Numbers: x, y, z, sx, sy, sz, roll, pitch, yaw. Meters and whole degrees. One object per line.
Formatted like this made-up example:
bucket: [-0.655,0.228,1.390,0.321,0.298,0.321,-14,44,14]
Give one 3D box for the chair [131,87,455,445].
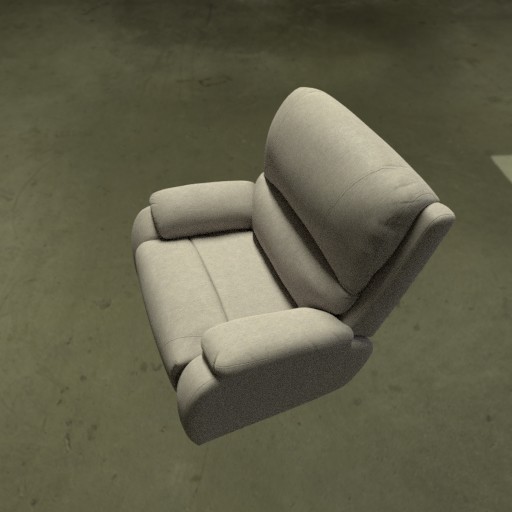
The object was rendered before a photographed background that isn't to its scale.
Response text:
chair: [0.000,0.000,1.706,0.899,1.011,0.930,-16,48,-15]
